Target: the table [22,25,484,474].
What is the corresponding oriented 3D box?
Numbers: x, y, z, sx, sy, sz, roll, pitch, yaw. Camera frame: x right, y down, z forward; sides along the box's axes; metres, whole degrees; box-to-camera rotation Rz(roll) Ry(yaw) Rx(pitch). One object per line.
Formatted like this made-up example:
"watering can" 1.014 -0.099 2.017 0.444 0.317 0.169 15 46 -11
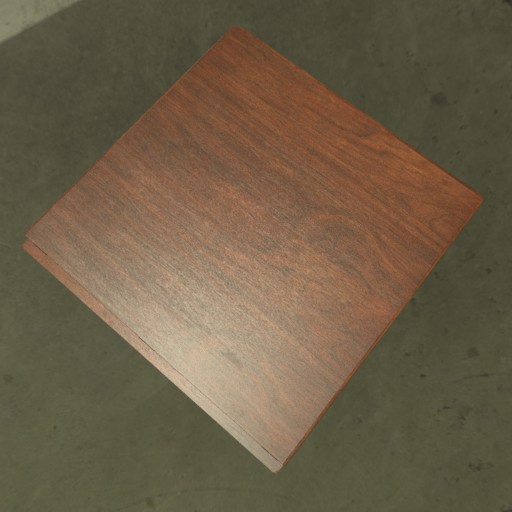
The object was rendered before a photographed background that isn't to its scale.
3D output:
"table" 0.000 0.000 1.449 0.812 0.763 0.843 39 79 9
